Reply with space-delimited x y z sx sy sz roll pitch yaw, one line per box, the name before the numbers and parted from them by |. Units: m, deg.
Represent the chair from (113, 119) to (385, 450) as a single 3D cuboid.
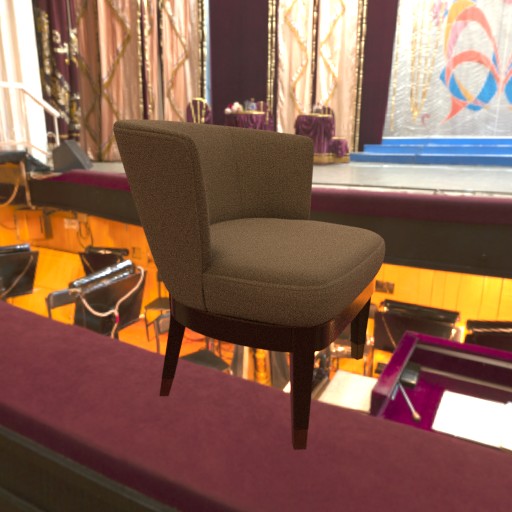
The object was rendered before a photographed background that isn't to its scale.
chair | 0.000 0.000 1.277 0.660 0.760 0.700 8 16 27
